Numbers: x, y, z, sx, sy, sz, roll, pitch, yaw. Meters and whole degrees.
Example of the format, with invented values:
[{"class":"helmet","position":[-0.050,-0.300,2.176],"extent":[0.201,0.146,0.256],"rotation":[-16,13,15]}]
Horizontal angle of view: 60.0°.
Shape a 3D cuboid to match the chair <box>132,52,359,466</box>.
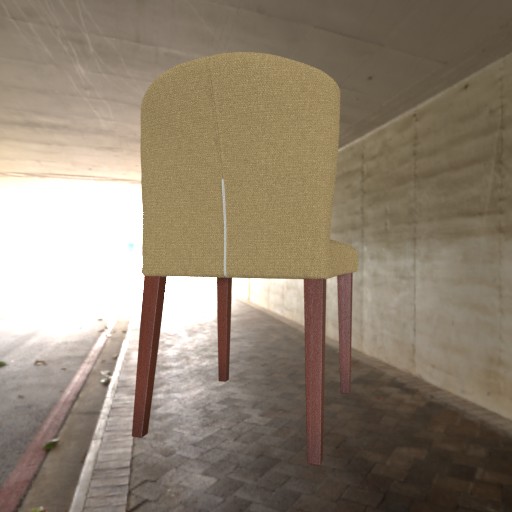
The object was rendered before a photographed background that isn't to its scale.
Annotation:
[{"class":"chair","position":[0.000,0.000,1.188],"extent":[0.491,0.839,0.589],"rotation":[0,0,19]}]
